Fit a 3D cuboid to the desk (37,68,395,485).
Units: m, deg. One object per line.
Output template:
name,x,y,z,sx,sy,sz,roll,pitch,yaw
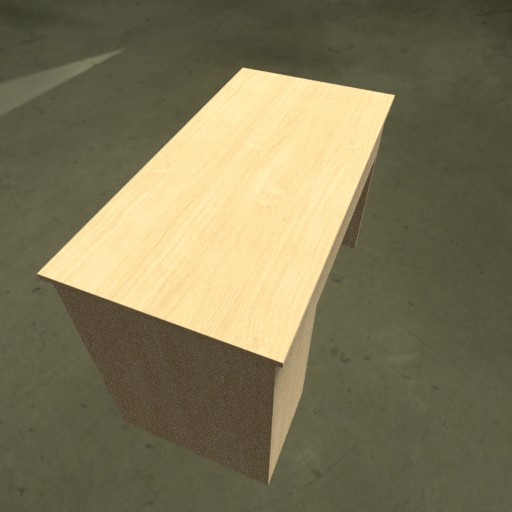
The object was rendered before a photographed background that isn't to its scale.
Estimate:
desk,0.000,0.000,1.489,0.560,0.735,1.097,17,49,15
